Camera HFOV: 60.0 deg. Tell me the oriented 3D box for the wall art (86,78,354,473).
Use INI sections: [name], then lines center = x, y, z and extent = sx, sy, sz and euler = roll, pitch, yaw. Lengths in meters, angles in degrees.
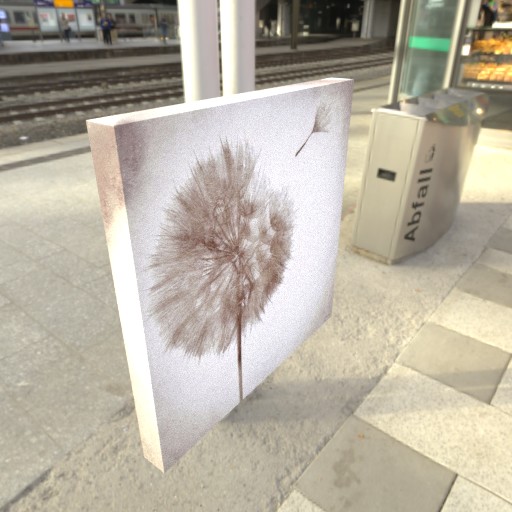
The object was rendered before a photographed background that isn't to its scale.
[wall art]
center = 0.000, 0.000, 0.439
extent = 0.028, 0.303, 0.303
euler = 20, 33, 33
